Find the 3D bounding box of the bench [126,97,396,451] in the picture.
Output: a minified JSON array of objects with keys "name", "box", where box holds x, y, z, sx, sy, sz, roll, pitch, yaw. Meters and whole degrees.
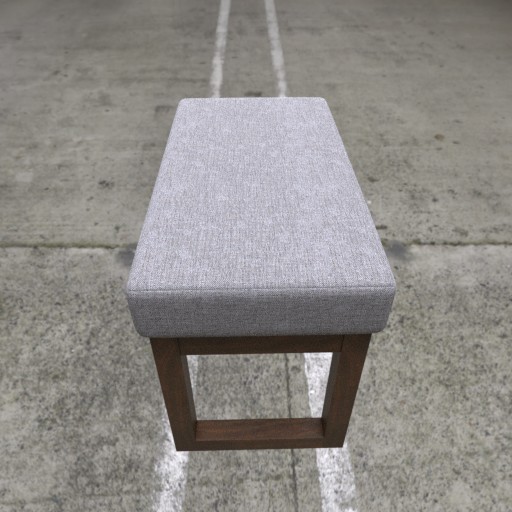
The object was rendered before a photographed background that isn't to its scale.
[{"name":"bench","box":[0.000,0.000,0.978,0.366,0.467,0.681,-1,40,-1]}]
